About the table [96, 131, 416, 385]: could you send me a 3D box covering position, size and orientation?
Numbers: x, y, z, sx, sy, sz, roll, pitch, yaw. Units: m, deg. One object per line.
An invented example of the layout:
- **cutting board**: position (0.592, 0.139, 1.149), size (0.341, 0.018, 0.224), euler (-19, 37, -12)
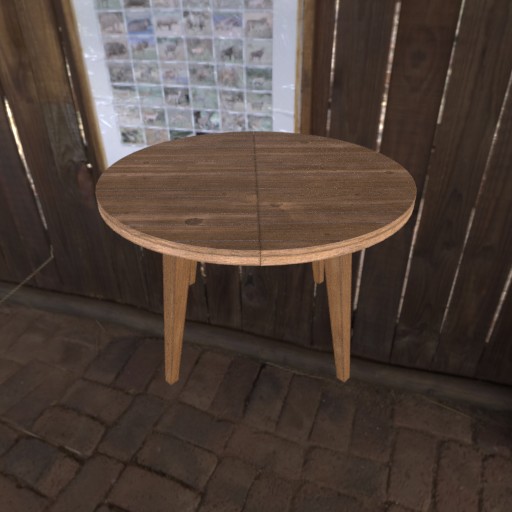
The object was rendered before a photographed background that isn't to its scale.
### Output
- **table**: position (0.000, 0.000, 1.951), size (1.213, 0.764, 1.213), euler (0, 31, 0)
